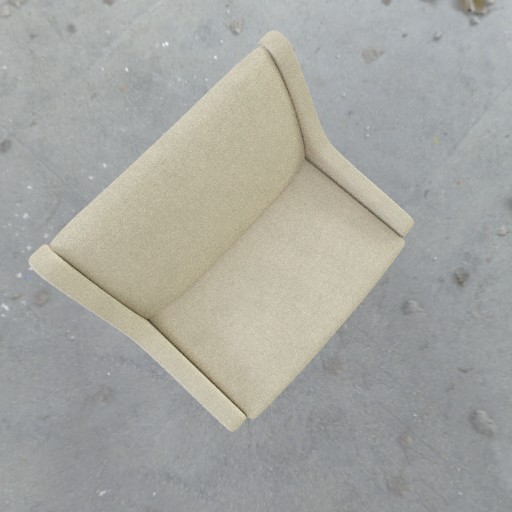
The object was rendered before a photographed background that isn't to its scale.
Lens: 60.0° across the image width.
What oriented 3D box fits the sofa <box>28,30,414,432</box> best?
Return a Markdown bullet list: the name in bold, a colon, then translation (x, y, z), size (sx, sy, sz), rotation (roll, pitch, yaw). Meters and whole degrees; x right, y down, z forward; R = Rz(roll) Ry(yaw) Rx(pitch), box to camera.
- **sofa**: translation (0.000, 0.000, 1.922), size (0.946, 0.976, 1.212), rotation (42, 80, 9)
